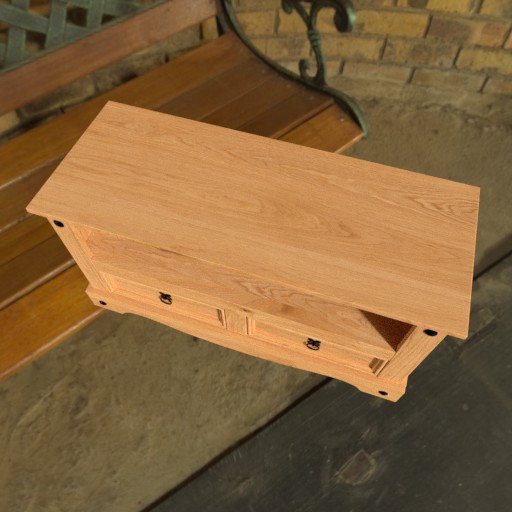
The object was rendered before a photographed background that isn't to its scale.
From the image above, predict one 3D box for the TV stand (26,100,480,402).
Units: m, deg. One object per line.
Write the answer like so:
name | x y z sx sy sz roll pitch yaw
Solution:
TV stand | 0.000 0.000 1.361 1.080 0.550 0.440 16 59 10
